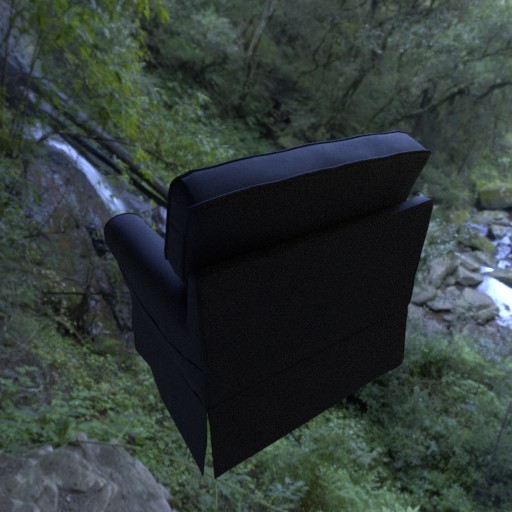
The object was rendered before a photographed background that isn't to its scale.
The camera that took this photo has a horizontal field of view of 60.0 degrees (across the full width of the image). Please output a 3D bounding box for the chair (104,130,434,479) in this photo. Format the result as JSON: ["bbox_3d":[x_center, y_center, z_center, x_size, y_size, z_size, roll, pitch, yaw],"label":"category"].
[{"bbox_3d":[0.000,0.000,1.976,1.119,1.140,1.002,-19,34,-30],"label":"chair"}]
